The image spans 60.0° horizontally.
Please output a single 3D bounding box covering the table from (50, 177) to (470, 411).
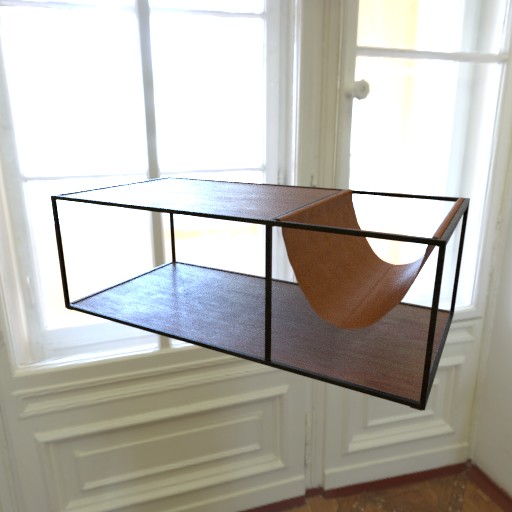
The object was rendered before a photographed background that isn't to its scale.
[{"bbox_3d":[0.000,0.000,1.470,1.199,0.403,0.597,9,19,28],"label":"table"}]
